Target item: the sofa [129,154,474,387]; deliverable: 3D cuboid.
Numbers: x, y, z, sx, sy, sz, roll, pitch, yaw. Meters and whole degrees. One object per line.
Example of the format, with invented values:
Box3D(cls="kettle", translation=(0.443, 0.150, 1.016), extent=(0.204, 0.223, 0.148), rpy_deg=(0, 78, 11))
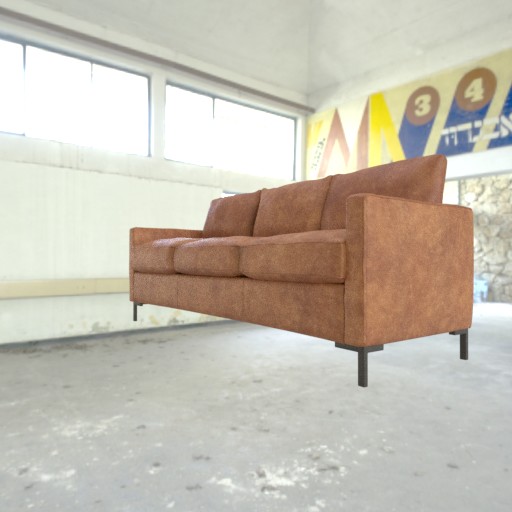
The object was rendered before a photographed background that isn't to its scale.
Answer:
Box3D(cls="sofa", translation=(0.000, 0.000, 2.392), extent=(0.748, 0.863, 2.029), rpy_deg=(0, -1, -37))
